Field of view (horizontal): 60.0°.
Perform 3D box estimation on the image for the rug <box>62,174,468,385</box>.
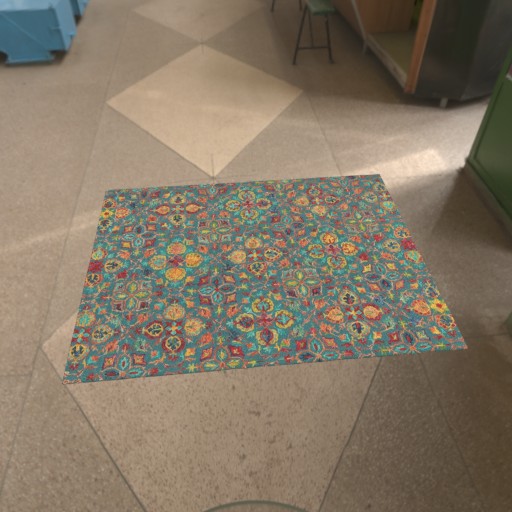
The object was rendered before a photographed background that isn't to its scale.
[{"bbox_3d":[0.000,0.000,4.317,3.204,0.025,2.434,-4,45,-4],"label":"rug"}]
